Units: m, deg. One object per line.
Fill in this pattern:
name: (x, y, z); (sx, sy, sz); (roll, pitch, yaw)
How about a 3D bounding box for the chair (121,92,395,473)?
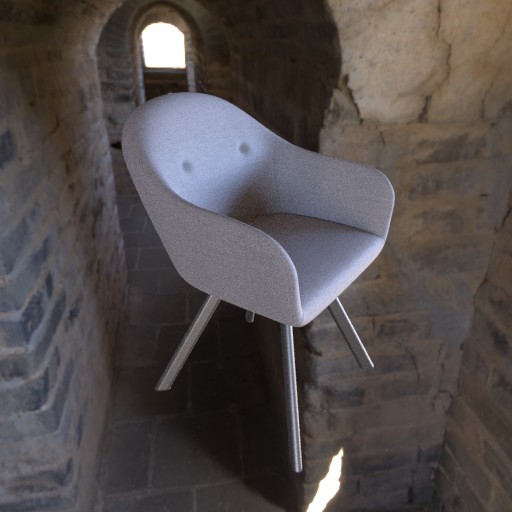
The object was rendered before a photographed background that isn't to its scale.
chair: (0.000, 0.000, 1.169); (0.570, 0.780, 0.540); (17, 31, 31)
